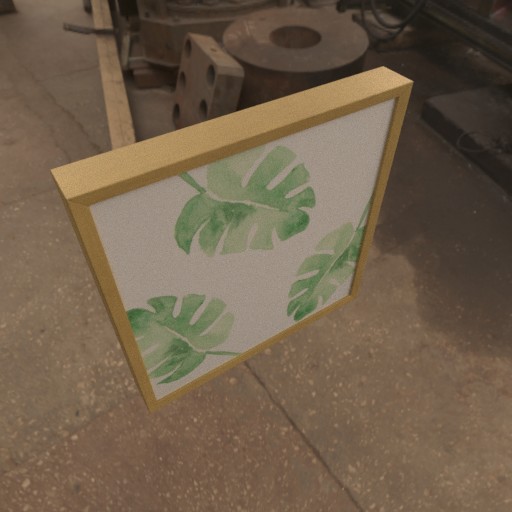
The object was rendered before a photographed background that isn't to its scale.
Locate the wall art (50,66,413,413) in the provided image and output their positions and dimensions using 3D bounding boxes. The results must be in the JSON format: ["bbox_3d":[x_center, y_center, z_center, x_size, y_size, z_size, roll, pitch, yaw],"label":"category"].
[{"bbox_3d":[0.000,0.000,0.453,0.305,0.305,0.038,-25,51,-22],"label":"wall art"}]
